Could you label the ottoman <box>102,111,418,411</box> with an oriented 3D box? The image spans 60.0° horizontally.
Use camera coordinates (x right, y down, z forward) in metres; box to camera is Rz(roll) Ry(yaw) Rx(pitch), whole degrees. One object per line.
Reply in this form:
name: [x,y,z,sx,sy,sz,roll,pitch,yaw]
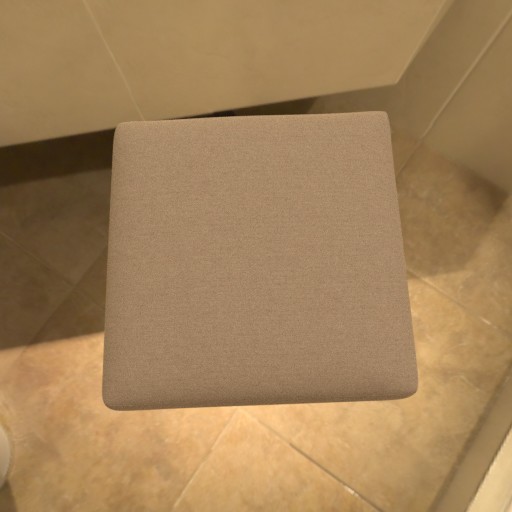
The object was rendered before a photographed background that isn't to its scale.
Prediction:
ottoman: [0.000,0.000,1.637,1.041,0.470,1.041,-2,76,0]
